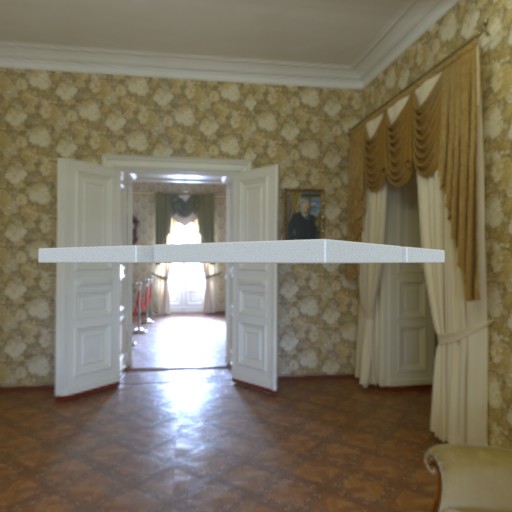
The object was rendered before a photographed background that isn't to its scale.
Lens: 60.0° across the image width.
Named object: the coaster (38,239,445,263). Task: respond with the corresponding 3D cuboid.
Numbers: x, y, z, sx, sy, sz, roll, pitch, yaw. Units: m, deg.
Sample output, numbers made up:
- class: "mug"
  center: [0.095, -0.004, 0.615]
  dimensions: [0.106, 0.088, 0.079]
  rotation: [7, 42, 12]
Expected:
- class: "coaster"
  center: [0.000, 0.000, 0.330]
  dimensions: [0.219, 0.010, 0.214]
  rotation: [-1, -1, 35]
